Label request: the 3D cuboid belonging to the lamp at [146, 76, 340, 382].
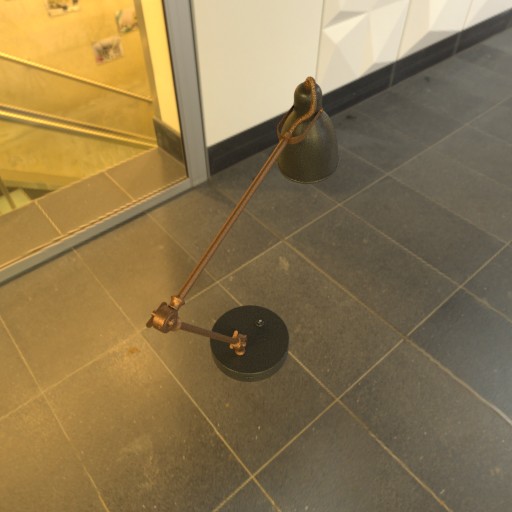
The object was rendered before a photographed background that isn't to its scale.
[{"bbox_3d":[0.000,0.000,0.865,0.187,0.587,0.561,23,52,20],"label":"lamp"}]
